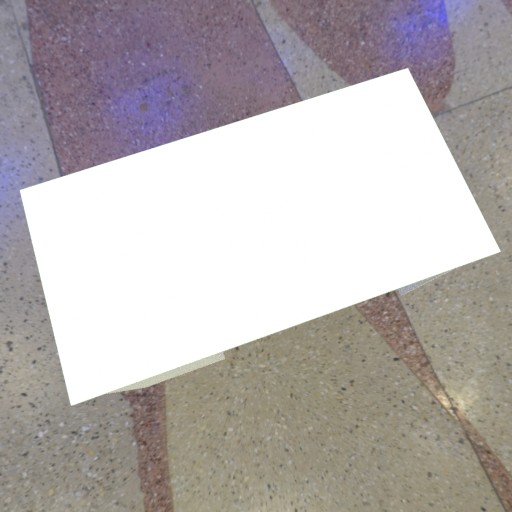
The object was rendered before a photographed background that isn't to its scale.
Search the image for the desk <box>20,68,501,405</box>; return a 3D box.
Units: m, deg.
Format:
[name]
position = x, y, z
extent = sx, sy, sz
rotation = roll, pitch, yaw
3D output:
[desk]
position = 0.000, 0.000, 1.475
extent = 1.096, 0.730, 0.560
rotation = -19, 76, -5
